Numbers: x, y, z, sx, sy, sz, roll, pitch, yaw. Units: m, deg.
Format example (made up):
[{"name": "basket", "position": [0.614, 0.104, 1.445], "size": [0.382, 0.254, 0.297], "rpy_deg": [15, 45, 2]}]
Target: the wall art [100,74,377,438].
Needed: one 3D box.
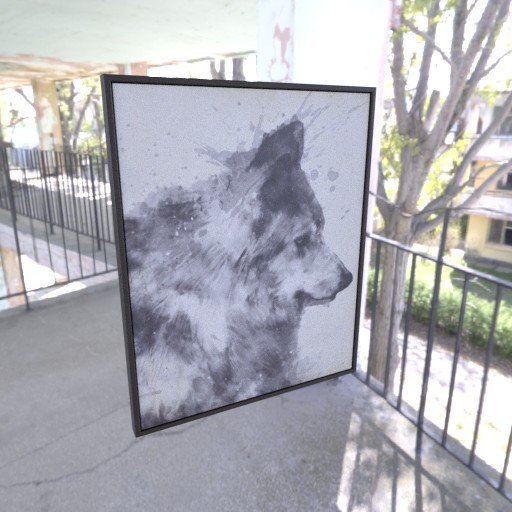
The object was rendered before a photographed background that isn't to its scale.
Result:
[{"name": "wall art", "position": [0.000, 0.000, 0.752], "size": [0.451, 0.551, 0.028], "rpy_deg": [-8, 18, -26]}]
